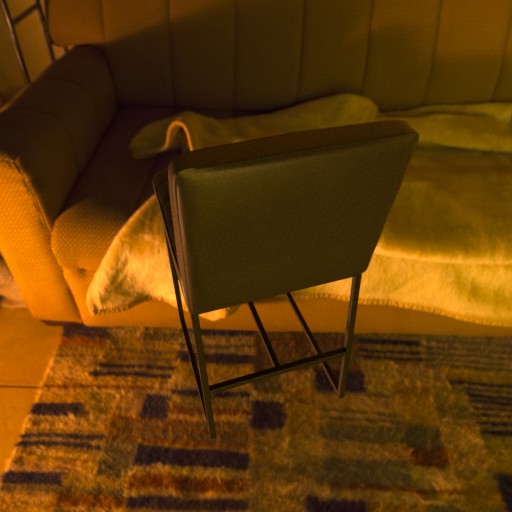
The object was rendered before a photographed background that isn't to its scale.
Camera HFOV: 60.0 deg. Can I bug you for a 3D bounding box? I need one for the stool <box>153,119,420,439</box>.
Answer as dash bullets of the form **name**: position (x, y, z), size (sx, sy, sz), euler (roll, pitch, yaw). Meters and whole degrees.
- **stool**: position (0.000, 0.000, 1.225), size (0.457, 0.938, 0.552), euler (-12, 43, -14)
